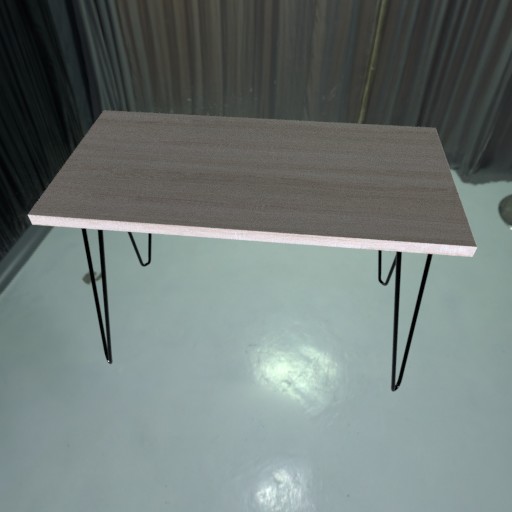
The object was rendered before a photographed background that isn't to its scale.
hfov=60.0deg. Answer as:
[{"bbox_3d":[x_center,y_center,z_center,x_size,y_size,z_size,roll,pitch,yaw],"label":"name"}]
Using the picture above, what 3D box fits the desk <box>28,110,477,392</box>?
[{"bbox_3d":[0.000,0.000,1.379,0.991,0.660,0.499,4,45,4],"label":"desk"}]
